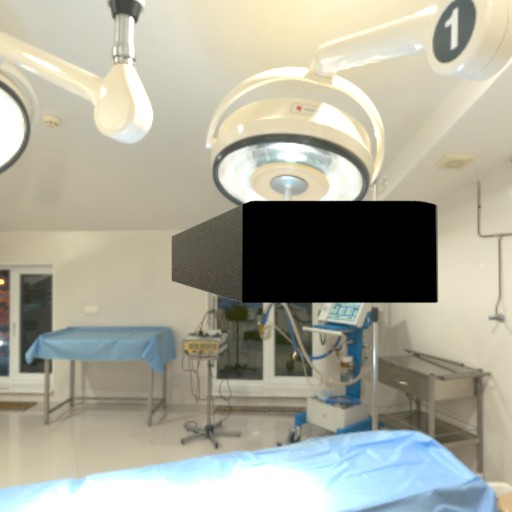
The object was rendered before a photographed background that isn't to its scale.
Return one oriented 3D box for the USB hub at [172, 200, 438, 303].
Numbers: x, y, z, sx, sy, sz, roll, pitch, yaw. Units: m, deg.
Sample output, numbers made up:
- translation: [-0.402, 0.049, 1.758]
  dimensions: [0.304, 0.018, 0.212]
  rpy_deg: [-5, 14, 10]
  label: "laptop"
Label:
- translation: [0.000, 0.000, 0.162]
  dimensions: [0.044, 0.023, 0.145]
  rpy_deg: [0, -1, -18]
  label: "USB hub"
